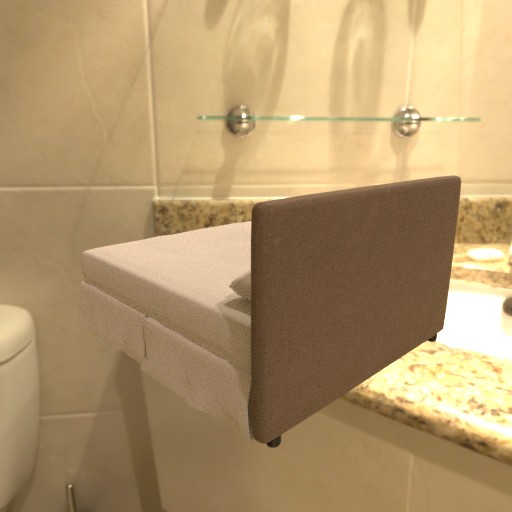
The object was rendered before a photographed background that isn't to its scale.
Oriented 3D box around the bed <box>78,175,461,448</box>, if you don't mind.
[{"bbox_3d":[0.000,0.000,3.567,2.119,1.317,2.341,-14,21,-41],"label":"bed"}]
